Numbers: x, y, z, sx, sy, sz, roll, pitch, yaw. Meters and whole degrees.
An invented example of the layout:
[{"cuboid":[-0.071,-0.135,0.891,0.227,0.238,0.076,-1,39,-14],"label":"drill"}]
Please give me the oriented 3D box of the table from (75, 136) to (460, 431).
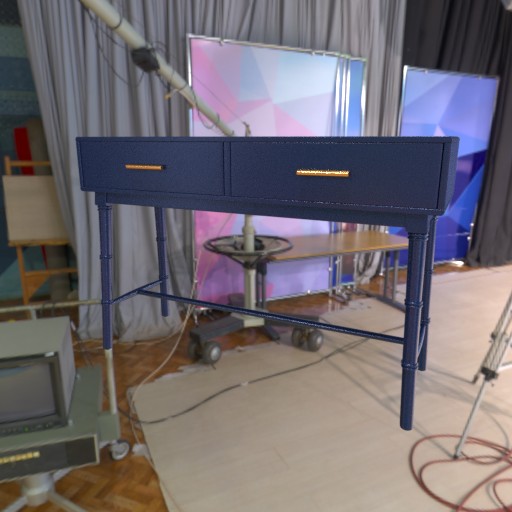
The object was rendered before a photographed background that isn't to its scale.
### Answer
[{"cuboid":[0.000,0.000,1.440,1.118,0.749,0.399,7,17,25],"label":"table"}]
